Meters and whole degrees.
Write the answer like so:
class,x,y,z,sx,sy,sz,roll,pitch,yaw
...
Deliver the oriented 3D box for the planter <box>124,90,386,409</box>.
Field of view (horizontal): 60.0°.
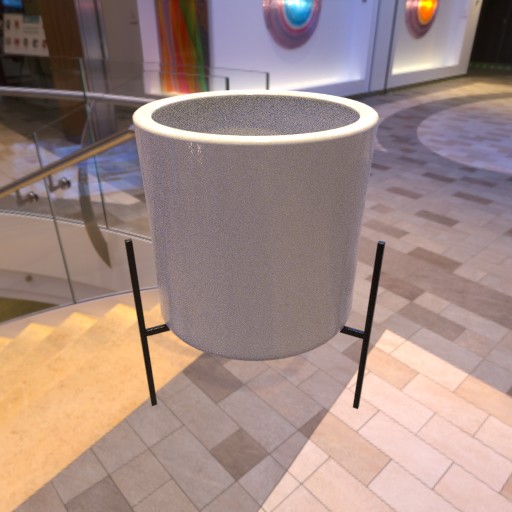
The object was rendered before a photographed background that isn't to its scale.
class,x,y,z,sx,sy,sz,roll,pitch,yaw
planter,0.000,0.000,0.736,0.360,0.480,0.361,1,29,1
